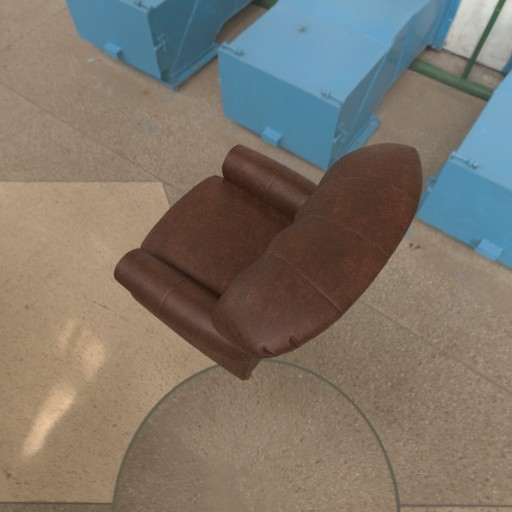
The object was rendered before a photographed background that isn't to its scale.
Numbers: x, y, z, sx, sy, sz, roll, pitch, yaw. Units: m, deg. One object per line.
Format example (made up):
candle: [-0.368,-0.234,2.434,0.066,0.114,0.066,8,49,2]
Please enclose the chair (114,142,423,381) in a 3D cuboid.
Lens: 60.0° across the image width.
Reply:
chair: [0.000,0.000,1.996,1.031,1.162,0.979,33,66,17]
